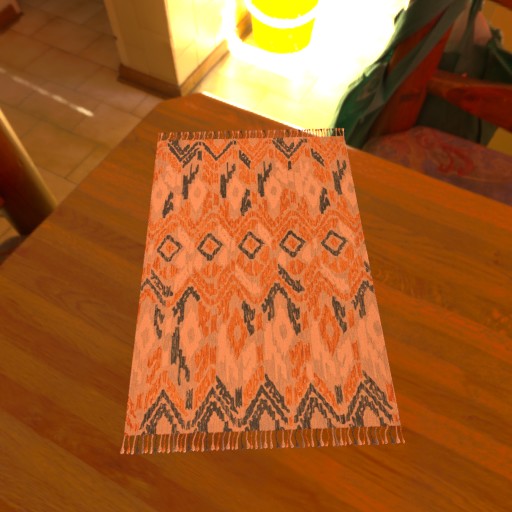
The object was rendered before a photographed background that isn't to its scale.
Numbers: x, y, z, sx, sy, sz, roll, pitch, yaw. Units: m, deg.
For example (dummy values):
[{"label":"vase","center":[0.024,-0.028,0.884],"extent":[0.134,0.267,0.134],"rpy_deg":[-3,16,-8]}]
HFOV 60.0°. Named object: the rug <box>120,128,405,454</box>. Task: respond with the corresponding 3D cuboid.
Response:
[{"label":"rug","center":[0.000,0.000,3.005],"extent":[1.533,0.010,2.428],"rpy_deg":[-2,58,-1]}]
